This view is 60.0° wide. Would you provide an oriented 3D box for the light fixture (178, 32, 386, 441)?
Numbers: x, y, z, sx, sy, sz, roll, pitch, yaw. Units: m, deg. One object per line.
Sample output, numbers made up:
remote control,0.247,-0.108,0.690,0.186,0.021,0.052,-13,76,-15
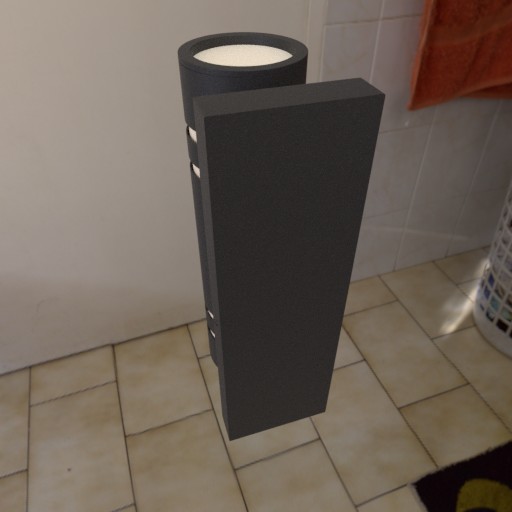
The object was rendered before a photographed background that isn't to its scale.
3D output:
light fixture,0.000,0.000,0.394,0.105,0.330,0.149,-12,42,-13
